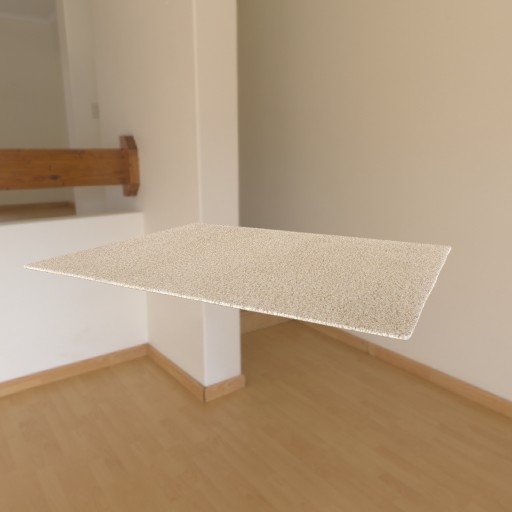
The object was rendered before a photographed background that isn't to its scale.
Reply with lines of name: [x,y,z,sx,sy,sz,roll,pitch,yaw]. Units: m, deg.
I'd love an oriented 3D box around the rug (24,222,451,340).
rug: [0.000,0.000,3.984,3.047,0.029,2.438,7,15,27]
